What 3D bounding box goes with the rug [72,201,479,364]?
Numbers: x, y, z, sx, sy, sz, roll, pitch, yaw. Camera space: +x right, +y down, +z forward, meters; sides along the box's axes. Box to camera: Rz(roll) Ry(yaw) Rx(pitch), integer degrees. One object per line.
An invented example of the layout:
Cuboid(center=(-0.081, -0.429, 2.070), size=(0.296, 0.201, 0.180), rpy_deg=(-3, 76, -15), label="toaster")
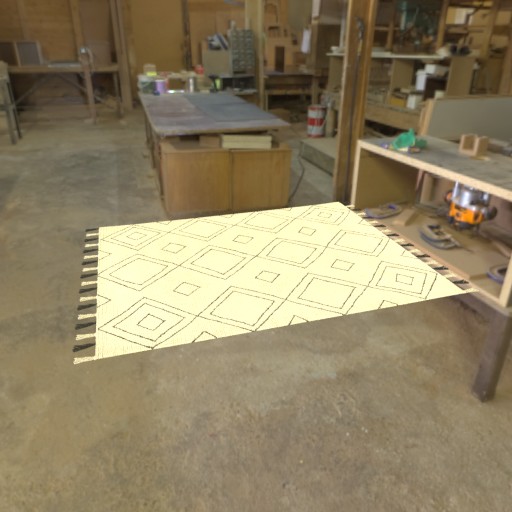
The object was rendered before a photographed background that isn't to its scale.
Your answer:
Cuboid(center=(0.000, 0.000, 4.299), size=(3.221, 0.026, 2.342), rpy_deg=(-8, 27, -15), label="rug")
